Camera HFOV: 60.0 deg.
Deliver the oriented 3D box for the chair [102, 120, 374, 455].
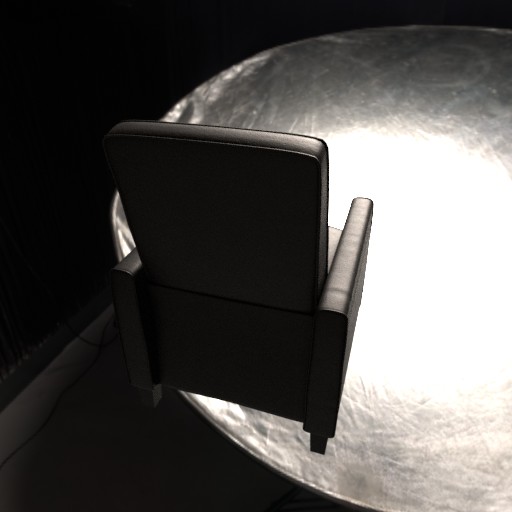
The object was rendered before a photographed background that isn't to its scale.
[{"bbox_3d":[0.000,0.000,1.486,0.705,1.013,0.746,9,32,15],"label":"chair"}]
